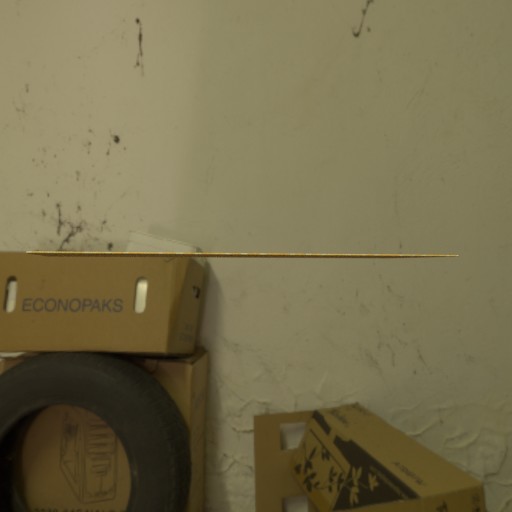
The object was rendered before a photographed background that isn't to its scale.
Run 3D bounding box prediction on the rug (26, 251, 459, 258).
[{"bbox_3d":[0.000,0.000,2.741,2.438,0.010,0.775,0,-1,-19],"label":"rug"}]
